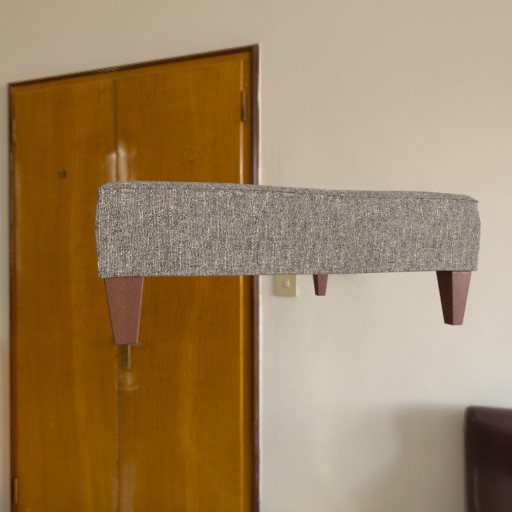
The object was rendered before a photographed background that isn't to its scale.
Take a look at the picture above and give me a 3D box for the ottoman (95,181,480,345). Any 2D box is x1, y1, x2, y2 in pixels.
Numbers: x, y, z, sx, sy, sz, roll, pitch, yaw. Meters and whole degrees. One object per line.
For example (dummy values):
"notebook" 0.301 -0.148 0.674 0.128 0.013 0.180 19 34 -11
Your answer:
"ottoman" 0.000 0.000 1.530 1.016 0.379 0.981 0 0 -17
